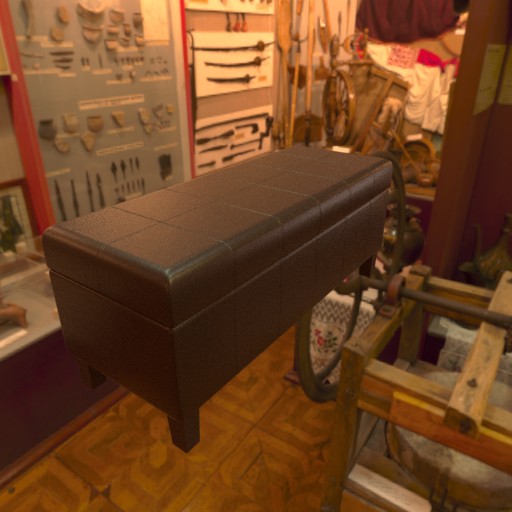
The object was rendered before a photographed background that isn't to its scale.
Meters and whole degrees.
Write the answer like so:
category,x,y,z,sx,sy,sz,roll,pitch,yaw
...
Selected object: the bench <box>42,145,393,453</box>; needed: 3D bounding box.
category,x,y,z,sx,sy,sz,roll,pitch,yaw
bench,0.000,0.000,1.374,0.429,0.457,1.092,18,31,32
